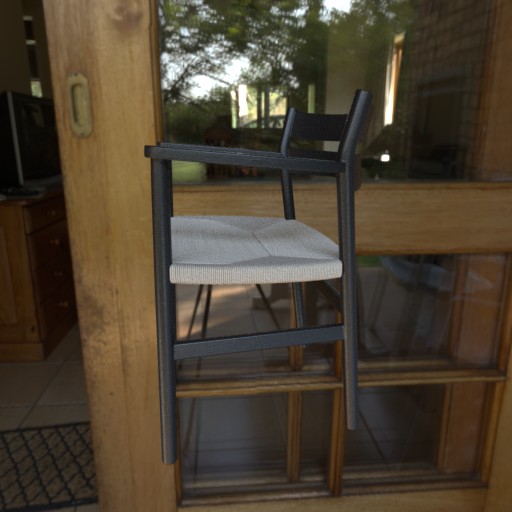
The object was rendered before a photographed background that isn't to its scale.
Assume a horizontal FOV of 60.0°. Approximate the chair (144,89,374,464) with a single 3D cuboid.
[{"bbox_3d":[0.000,0.000,1.160,0.508,0.775,0.630,-3,15,-10],"label":"chair"}]
